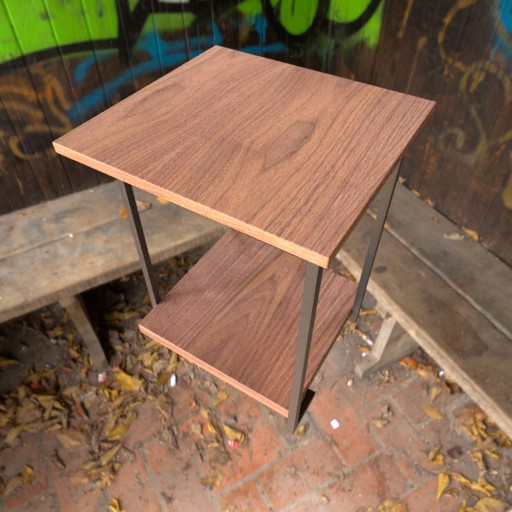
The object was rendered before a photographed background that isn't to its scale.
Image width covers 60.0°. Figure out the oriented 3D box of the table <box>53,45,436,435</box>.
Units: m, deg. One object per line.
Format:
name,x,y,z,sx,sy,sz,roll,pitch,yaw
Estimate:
table,0.000,0.000,0.843,0.411,0.567,0.384,24,51,21
